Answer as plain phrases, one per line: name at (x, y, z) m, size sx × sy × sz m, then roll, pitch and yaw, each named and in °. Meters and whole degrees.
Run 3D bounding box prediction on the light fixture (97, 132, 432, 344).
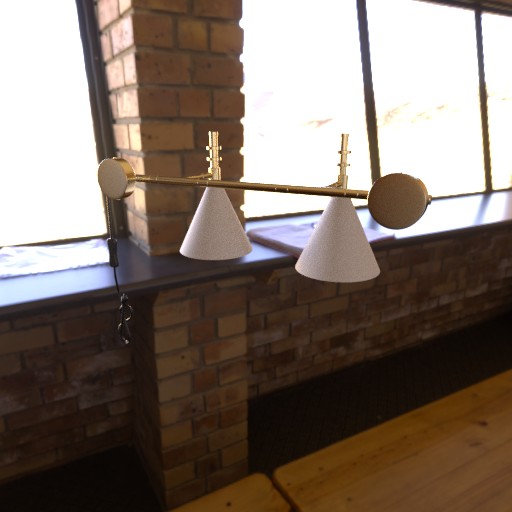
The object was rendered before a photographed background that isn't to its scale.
light fixture at (0.000, 0.000, 0.873) m, size 0.642 × 0.468 × 0.239 m, roll 9°, pitch 19°, yaw 27°
